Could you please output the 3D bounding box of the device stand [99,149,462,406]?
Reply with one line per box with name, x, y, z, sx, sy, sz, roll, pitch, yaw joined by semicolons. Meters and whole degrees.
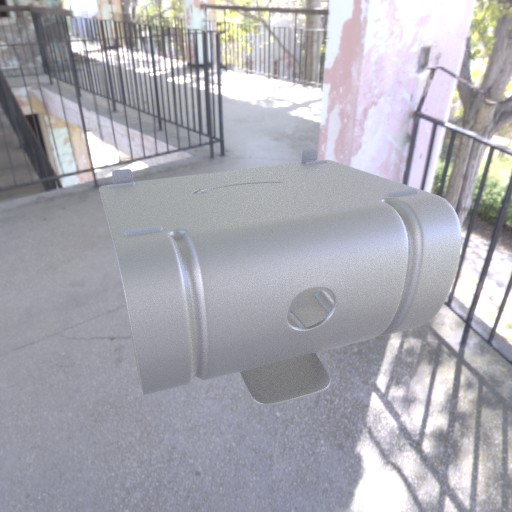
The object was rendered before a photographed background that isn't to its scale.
device stand;0.000;0.000;0.409;0.256;0.155;0.236;-10;32;-16
